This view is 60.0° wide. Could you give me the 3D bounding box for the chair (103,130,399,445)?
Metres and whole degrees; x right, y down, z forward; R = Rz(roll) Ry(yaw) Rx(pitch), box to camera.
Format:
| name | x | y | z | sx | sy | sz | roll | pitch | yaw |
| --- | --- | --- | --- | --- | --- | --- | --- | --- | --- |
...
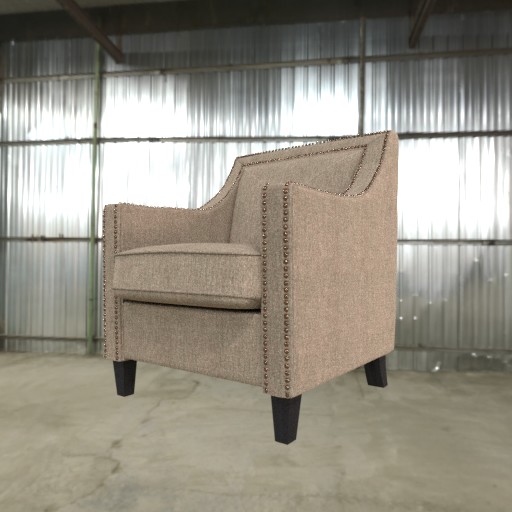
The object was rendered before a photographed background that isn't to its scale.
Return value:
| name | x | y | z | sx | sy | sz | roll | pitch | yaw |
| --- | --- | --- | --- | --- | --- | --- | --- | --- | --- |
| chair | 0.000 | 0.000 | 1.606 | 0.776 | 0.967 | 0.884 | 0 | -1 | 36 |
